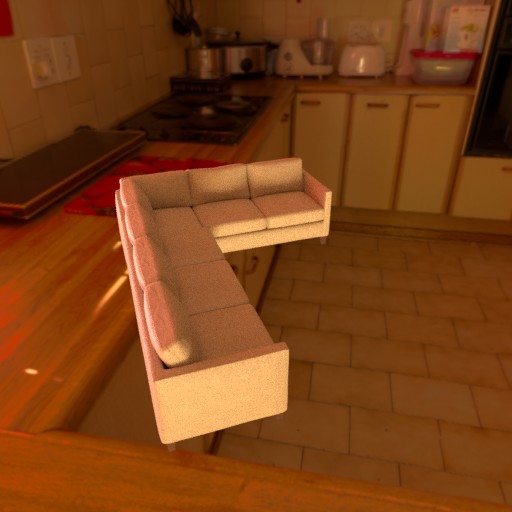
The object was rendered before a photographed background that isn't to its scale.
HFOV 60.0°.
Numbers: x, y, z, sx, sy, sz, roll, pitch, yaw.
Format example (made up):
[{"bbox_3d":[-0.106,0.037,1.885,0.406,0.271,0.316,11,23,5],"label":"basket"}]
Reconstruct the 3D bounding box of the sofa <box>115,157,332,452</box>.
[{"bbox_3d":[0.000,0.000,4.494,2.522,0.934,3.333,-10,32,-16],"label":"sofa"}]
